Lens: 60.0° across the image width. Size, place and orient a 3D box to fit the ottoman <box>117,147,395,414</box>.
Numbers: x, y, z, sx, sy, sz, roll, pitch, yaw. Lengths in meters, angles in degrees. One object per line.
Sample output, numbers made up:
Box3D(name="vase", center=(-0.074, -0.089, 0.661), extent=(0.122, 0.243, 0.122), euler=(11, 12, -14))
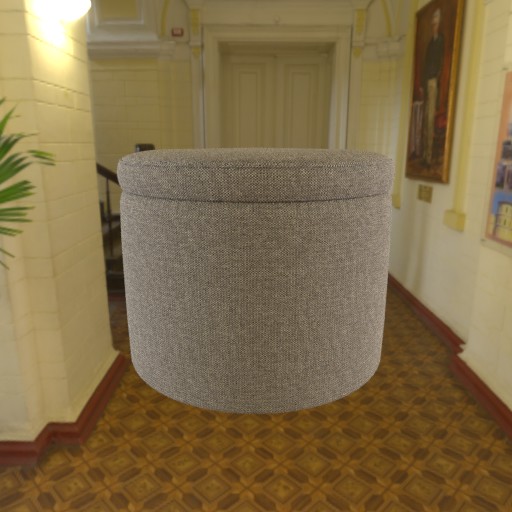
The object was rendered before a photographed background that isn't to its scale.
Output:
Box3D(name="ottoman", center=(0.000, 0.000, 0.905), extent=(0.520, 0.430, 0.520), euler=(0, 14, 0))
